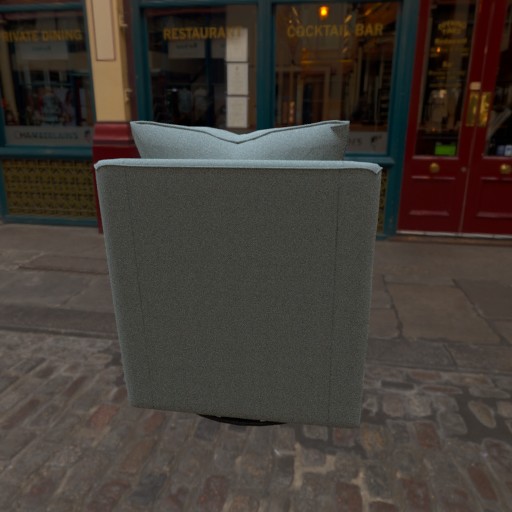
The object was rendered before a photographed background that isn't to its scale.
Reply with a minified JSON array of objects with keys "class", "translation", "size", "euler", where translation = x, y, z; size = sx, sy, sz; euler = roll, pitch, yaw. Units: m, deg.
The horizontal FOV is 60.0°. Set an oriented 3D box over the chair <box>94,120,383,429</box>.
[{"class":"chair","translation":[0.000,0.000,1.605],"size":[0.760,0.926,0.870],"euler":[3,16,9]}]
